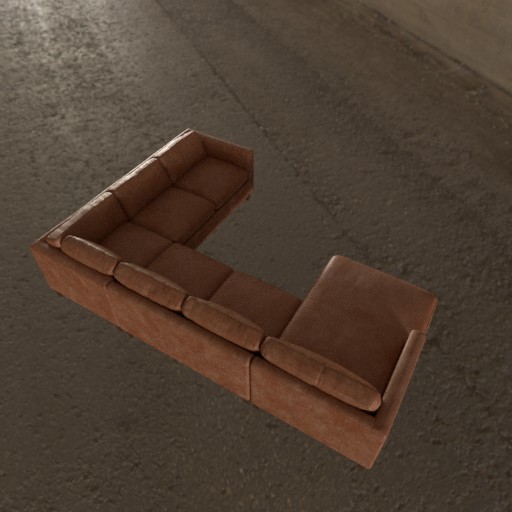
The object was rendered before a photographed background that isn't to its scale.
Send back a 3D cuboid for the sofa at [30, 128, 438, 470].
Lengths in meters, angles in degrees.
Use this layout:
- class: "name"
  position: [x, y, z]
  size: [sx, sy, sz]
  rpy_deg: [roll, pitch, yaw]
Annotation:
- class: "sofa"
  position: [0.000, 0.000, 4.374]
  size: [3.401, 0.832, 2.430]
  rpy_deg: [23, 50, 21]
